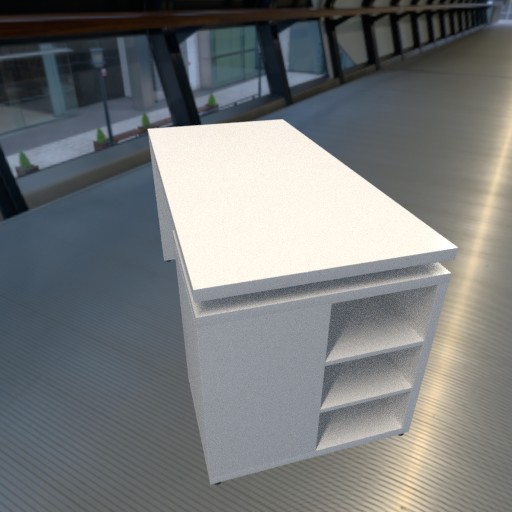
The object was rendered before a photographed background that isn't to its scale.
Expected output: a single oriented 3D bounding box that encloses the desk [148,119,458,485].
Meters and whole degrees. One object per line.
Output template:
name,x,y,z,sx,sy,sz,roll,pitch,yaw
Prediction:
desk,0.000,0.000,1.834,0.690,0.740,1.400,-8,32,-14
